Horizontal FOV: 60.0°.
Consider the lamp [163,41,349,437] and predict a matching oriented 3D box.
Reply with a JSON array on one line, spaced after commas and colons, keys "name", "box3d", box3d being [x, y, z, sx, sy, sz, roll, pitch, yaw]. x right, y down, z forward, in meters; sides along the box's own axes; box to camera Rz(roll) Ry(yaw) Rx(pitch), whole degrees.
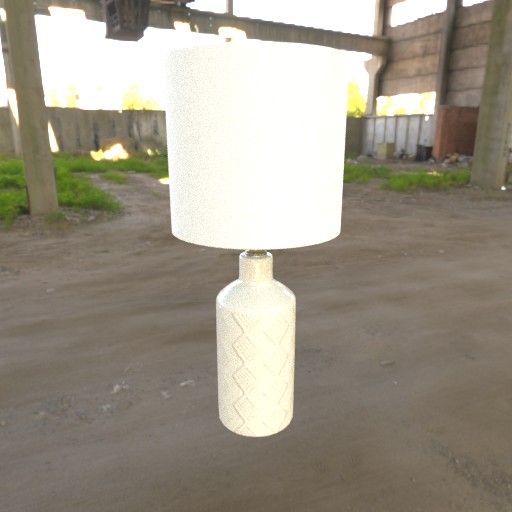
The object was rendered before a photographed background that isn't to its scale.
[{"name": "lamp", "box3d": [0.000, 0.000, 0.562, 0.207, 0.461, 0.207, 8, 18, 27]}]
